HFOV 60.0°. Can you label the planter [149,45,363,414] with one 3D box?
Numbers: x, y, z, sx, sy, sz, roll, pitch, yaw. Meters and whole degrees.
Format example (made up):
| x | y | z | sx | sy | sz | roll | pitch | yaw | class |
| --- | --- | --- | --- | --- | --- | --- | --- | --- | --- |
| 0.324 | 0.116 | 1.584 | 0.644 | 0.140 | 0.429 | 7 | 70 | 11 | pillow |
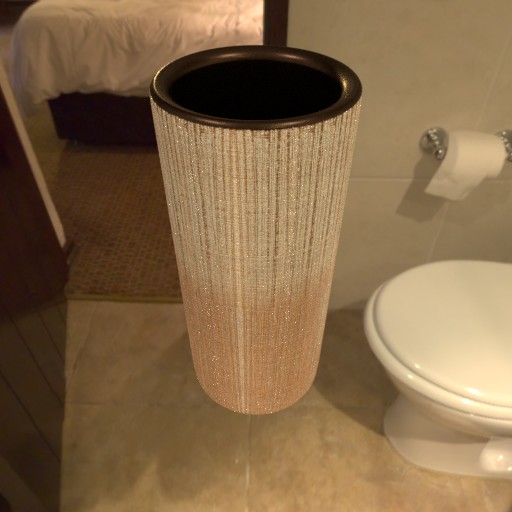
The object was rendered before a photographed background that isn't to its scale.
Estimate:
| x | y | z | sx | sy | sz | roll | pitch | yaw | class |
| --- | --- | --- | --- | --- | --- | --- | --- | --- | --- |
| 0.000 | 0.000 | 0.285 | 0.100 | 0.227 | 0.100 | -26 | 48 | -26 | planter |
